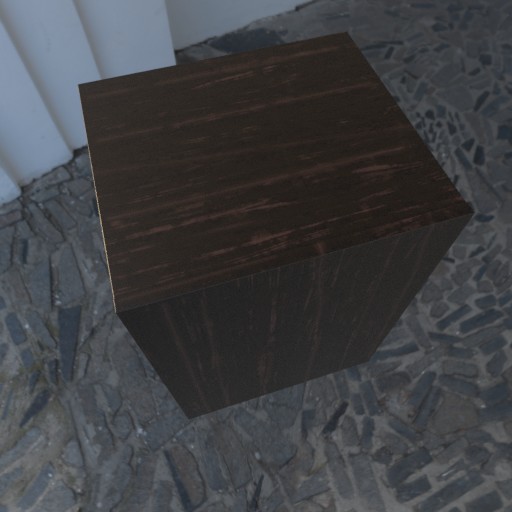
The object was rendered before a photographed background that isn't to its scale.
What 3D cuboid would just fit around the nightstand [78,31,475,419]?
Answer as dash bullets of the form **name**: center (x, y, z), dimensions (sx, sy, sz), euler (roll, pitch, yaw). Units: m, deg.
- **nightstand**: center (0.000, 0.000, 0.789), dimensions (0.400, 0.559, 0.356), euler (-15, 61, -9)
